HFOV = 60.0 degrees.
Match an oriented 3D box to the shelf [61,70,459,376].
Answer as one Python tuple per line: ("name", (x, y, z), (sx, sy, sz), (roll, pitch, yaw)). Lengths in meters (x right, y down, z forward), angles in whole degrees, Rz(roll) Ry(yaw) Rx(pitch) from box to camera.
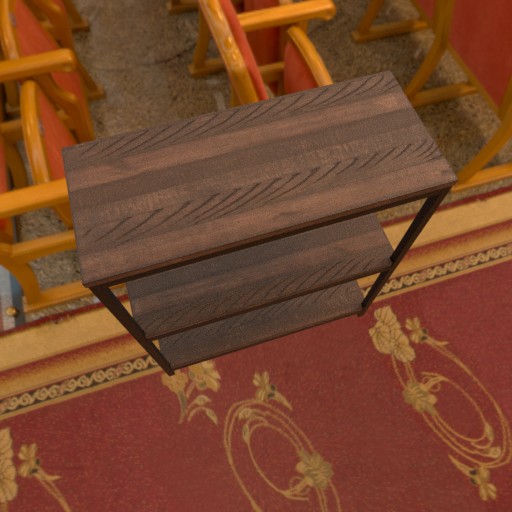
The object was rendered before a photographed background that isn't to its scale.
("shelf", (0.000, 0.000, 1.418), (0.822, 0.947, 0.352), (-16, 65, -8))
